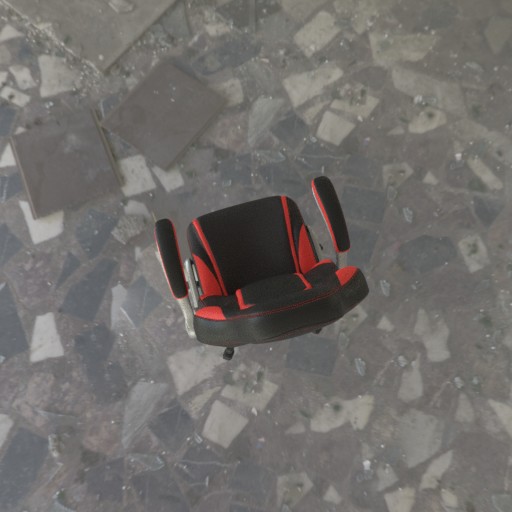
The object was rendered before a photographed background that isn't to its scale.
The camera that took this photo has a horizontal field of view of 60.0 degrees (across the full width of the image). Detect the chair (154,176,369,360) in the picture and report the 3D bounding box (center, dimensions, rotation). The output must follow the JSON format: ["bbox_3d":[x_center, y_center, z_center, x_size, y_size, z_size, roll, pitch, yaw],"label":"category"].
[{"bbox_3d":[0.000,0.000,1.629,0.758,1.165,0.712,-16,75,-4],"label":"chair"}]
